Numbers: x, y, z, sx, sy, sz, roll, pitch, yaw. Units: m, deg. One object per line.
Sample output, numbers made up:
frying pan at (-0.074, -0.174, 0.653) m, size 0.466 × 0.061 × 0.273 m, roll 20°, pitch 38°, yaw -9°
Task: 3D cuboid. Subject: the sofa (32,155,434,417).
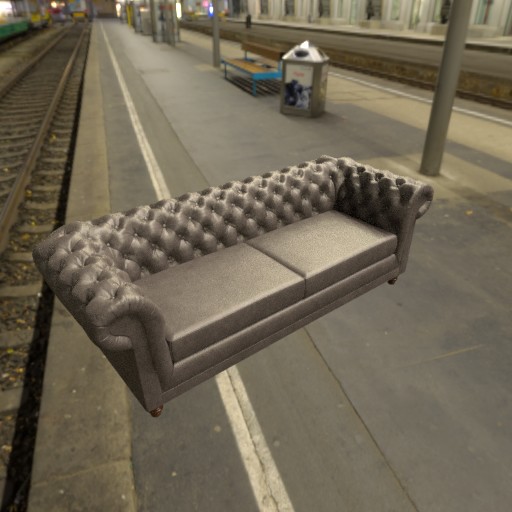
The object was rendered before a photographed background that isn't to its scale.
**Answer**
sofa at (0.000, 0.000, 2.807) m, size 2.385 × 0.783 × 0.944 m, roll -22°, pitch 36°, yaw -33°
